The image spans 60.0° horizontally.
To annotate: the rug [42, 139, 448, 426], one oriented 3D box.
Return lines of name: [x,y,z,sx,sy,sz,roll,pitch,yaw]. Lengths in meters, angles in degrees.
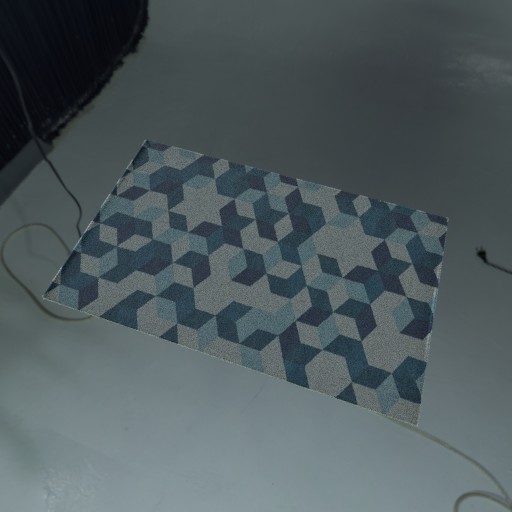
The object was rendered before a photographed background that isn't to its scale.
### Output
rug: [0.000,0.000,3.059,2.438,0.015,1.518,16,60,10]
